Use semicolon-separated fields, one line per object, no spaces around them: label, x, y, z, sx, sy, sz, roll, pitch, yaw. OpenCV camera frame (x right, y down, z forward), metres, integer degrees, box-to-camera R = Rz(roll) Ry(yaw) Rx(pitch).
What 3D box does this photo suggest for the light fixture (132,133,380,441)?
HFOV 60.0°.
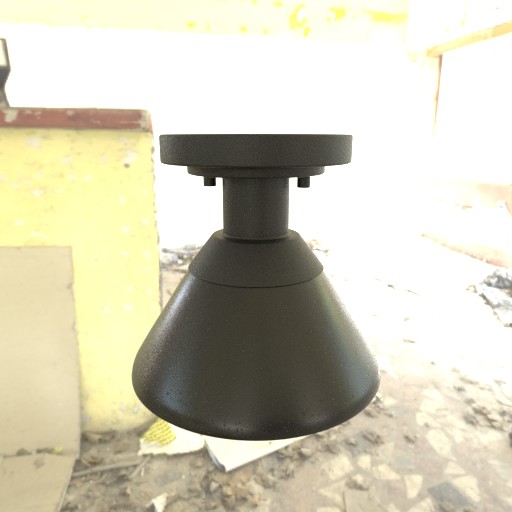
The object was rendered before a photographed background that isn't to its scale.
light fixture;0.000;0.000;0.347;0.200;0.183;0.200;0;15;0
